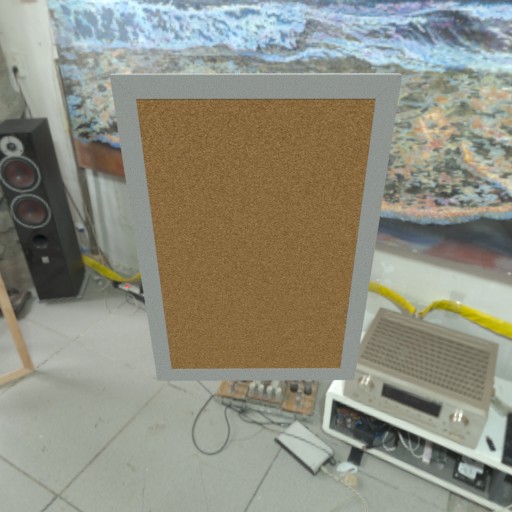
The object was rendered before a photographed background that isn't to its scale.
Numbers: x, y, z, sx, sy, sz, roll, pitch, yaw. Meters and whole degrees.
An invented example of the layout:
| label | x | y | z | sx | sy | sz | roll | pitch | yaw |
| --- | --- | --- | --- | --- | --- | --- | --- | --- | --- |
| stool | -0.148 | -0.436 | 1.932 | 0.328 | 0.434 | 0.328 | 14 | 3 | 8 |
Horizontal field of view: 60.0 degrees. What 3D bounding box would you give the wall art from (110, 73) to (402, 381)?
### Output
| label | x | y | z | sx | sy | sz | roll | pitch | yaw |
| --- | --- | --- | --- | --- | --- | --- | --- | --- | --- |
| wall art | 0.000 | 0.000 | 0.858 | 0.454 | 0.659 | 0.011 | 0 | 31 | 0 |
